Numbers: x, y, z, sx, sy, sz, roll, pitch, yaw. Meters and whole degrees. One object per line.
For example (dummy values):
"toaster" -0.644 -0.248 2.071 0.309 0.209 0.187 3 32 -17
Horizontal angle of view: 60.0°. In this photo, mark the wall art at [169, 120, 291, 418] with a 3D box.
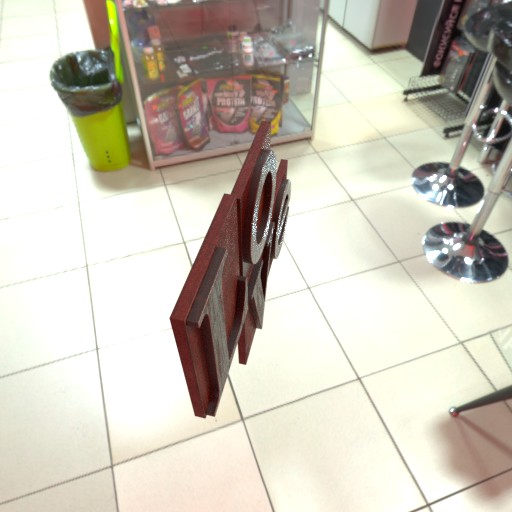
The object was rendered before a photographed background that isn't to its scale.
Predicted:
"wall art" 0.000 0.000 0.839 0.030 0.497 0.635 10 49 9
